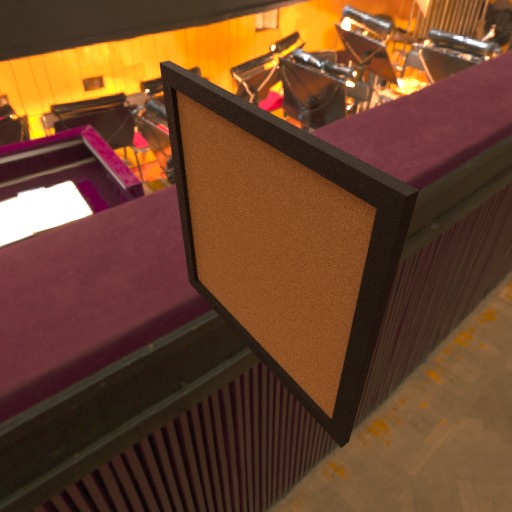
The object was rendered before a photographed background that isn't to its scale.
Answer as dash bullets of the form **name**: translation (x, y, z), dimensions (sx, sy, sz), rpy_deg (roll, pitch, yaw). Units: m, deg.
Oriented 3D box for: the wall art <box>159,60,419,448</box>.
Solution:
- **wall art**: translation (0.000, 0.000, 1.501), dimensions (0.038, 1.016, 1.016), rpy_deg (-26, 47, -27)
